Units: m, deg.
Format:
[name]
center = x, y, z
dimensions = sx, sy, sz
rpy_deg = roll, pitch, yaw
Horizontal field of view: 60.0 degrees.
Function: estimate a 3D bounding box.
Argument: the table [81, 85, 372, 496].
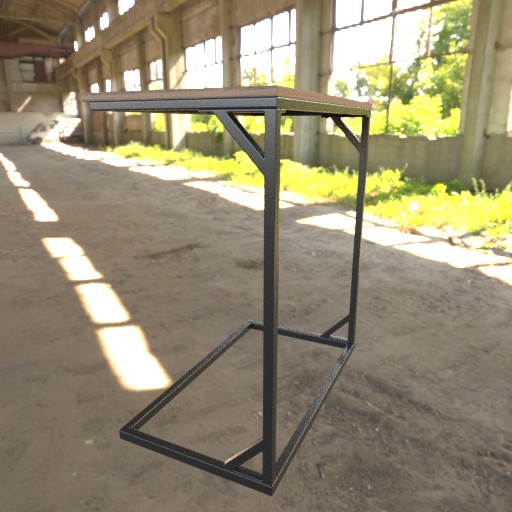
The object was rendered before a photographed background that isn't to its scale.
[table]
center = 0.000, 0.000, 1.007
dimensions = 0.351, 0.673, 0.597
rpy_deg = 8, 18, 25
